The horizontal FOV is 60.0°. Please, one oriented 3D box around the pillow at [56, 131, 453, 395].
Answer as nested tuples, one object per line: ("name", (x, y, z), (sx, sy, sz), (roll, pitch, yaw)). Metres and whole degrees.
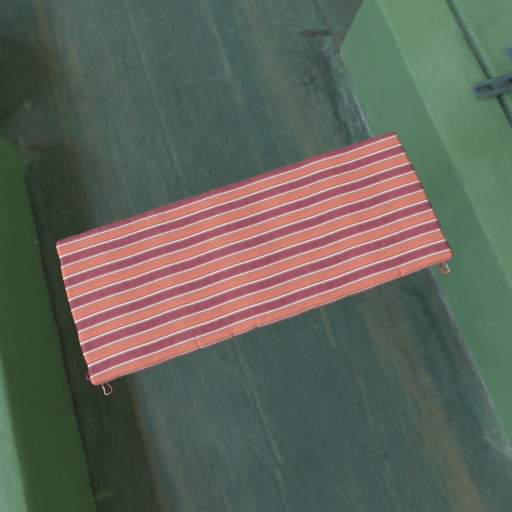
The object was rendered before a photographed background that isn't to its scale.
("pillow", (0.000, 0.000, 1.378), (1.187, 0.081, 0.492), (-19, 77, -5))
